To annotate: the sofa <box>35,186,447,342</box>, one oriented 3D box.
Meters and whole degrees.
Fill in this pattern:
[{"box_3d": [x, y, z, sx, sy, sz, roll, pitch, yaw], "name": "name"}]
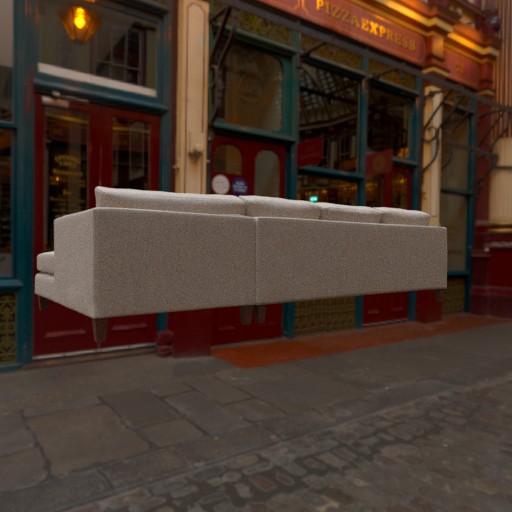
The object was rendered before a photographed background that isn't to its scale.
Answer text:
[{"box_3d": [0.000, 0.000, 3.799, 3.186, 0.846, 1.625, 0, 1, -36], "name": "sofa"}]
